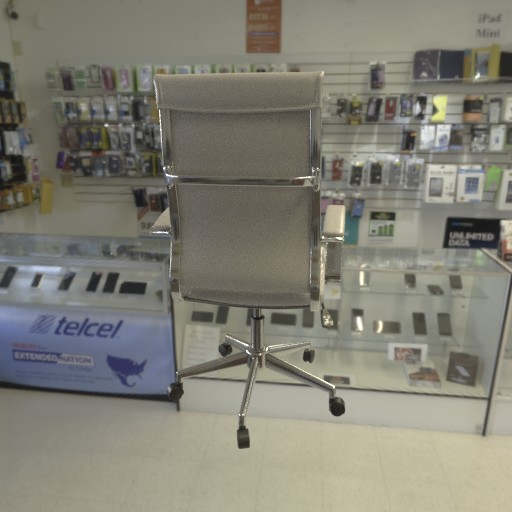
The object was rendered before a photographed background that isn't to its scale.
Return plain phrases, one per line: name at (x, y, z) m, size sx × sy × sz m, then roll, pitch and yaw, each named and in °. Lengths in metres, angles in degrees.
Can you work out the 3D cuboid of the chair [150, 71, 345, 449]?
chair at (0.000, 0.000, 1.572) m, size 0.679 × 1.149 × 0.667 m, roll 3°, pitch 17°, yaw 9°
